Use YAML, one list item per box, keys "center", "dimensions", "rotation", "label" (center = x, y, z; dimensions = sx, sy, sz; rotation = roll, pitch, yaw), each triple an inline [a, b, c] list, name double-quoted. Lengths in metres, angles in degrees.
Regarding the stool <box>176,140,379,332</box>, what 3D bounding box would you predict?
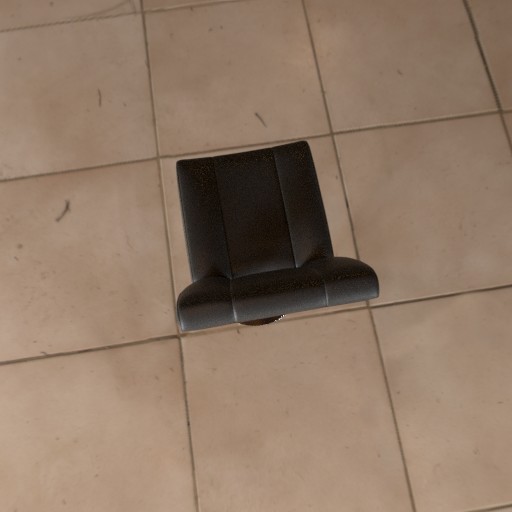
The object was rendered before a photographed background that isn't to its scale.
- center: [0.000, 0.000, 1.432]
  dimensions: [0.415, 1.151, 0.520]
  rotation: [-10, 76, -2]
  label: "stool"
